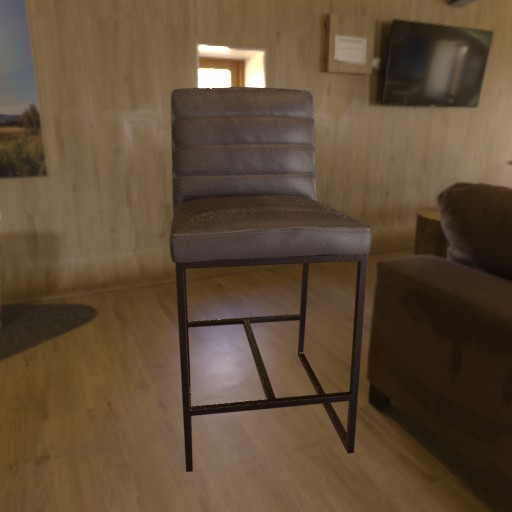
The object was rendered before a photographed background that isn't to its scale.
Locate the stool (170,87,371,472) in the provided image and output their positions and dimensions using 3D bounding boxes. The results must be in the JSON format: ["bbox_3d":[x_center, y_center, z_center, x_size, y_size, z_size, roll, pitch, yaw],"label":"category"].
[{"bbox_3d":[0.000,0.000,1.260,0.463,0.946,0.562,-2,16,-9],"label":"stool"}]
